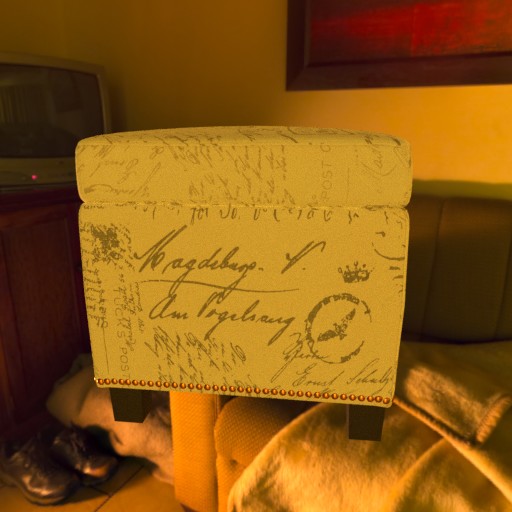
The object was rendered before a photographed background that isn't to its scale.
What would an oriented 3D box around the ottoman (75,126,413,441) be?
[{"bbox_3d":[0.000,0.000,0.815,0.450,0.457,0.449,2,15,7],"label":"ottoman"}]
